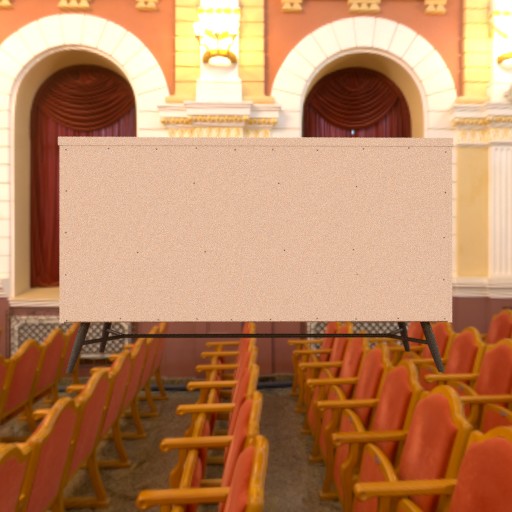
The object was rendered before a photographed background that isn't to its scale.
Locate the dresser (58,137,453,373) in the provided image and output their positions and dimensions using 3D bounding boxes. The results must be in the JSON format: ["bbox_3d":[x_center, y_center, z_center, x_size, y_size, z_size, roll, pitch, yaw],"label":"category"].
[{"bbox_3d":[0.000,0.000,1.937,1.524,0.914,0.457,0,0,-1],"label":"dresser"}]
